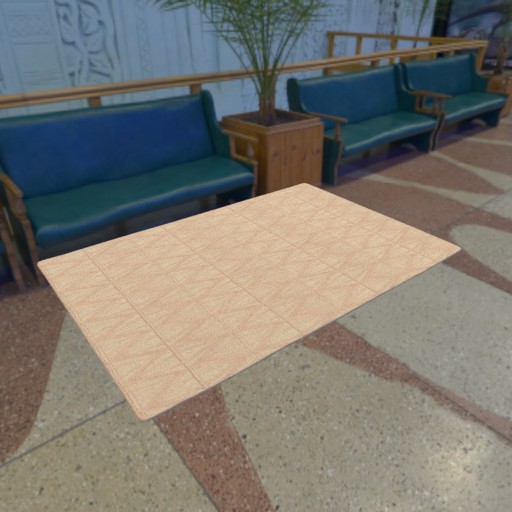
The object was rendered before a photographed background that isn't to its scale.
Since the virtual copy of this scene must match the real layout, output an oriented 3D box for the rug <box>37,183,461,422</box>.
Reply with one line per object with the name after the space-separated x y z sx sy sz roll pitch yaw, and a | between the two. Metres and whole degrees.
0.000 0.000 2.971 2.390 0.015 1.609 -21 36 -32 | rug
